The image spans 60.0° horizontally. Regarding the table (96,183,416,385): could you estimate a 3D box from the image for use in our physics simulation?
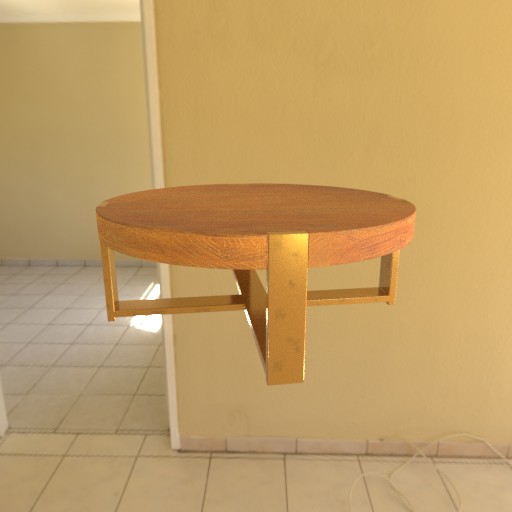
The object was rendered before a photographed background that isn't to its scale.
[{"bbox_3d":[0.000,0.000,1.674,1.100,0.420,1.100,0,16,0],"label":"table"}]
